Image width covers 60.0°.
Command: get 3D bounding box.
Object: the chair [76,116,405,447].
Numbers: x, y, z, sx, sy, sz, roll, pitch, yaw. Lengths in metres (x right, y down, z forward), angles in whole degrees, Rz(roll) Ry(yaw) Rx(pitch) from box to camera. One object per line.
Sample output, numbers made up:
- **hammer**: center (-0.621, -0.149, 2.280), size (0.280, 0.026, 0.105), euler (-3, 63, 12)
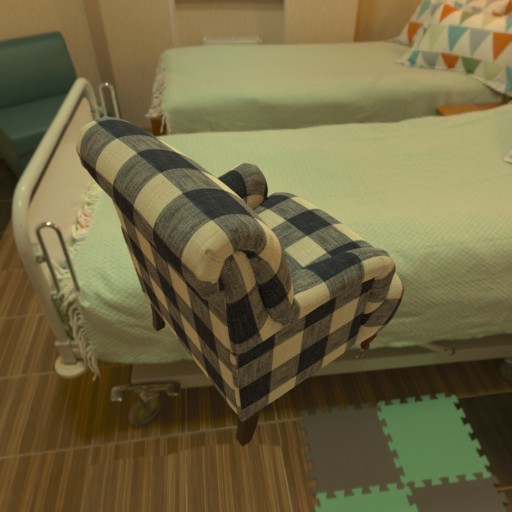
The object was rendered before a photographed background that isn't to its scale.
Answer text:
- **chair**: center (0.000, 0.000, 1.572), size (0.848, 0.953, 0.781), euler (-26, 47, -27)
